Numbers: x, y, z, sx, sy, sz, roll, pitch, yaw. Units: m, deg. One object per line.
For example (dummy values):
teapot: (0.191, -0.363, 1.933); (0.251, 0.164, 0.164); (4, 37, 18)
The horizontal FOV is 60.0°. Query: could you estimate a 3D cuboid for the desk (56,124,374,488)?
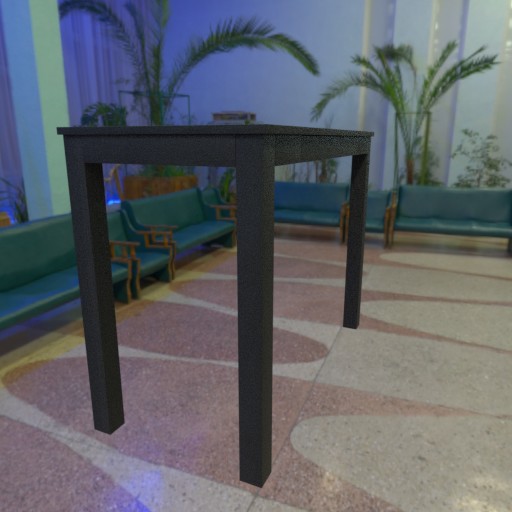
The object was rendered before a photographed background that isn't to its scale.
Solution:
desk: (0.000, 0.000, 1.395); (0.499, 0.762, 0.991); (7, 16, 24)
